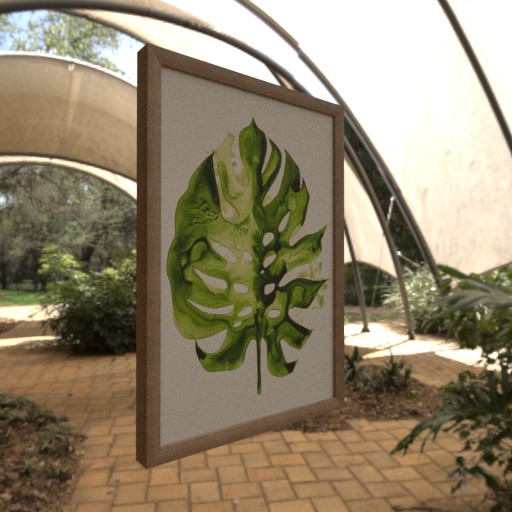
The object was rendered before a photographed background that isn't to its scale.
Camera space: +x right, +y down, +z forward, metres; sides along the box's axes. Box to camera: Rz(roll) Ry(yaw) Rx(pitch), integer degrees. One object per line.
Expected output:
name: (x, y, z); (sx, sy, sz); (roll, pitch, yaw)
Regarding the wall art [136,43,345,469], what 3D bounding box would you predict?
wall art: (0.000, 0.000, 0.650); (0.356, 0.509, 0.031); (0, -1, -38)
